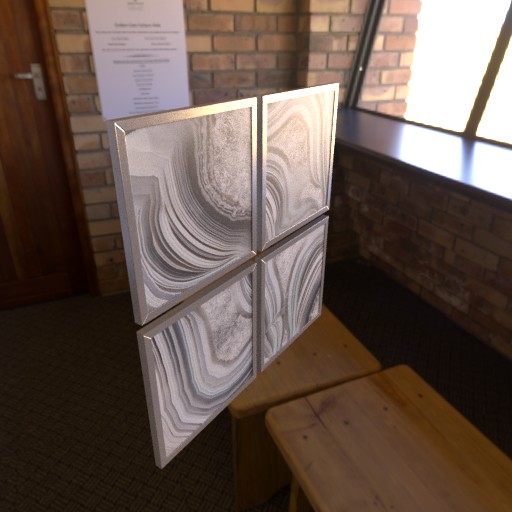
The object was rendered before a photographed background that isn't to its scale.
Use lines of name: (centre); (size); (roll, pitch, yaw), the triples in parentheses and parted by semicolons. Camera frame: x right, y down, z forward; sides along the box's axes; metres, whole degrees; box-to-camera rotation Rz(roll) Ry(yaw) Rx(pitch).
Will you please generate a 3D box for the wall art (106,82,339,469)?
wall art: (0.000, 0.000, 1.638); (0.029, 1.118, 1.118); (17, 31, 31)
